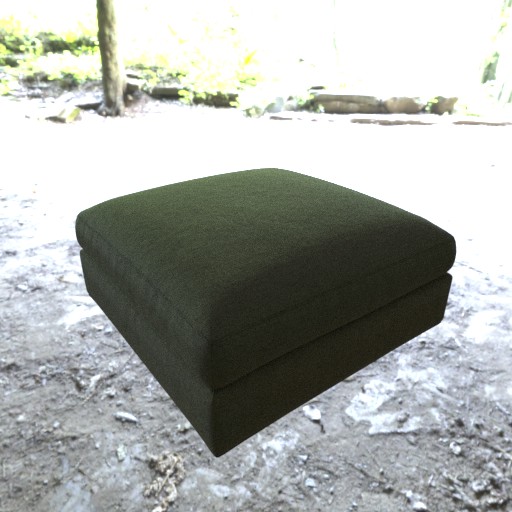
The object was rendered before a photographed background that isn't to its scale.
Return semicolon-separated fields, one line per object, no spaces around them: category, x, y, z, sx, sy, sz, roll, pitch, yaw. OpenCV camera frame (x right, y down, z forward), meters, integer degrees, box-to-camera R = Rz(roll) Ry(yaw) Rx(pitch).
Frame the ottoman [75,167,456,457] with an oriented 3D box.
ottoman;0.000;0.000;1.669;1.041;0.470;1.041;-19;32;-32
